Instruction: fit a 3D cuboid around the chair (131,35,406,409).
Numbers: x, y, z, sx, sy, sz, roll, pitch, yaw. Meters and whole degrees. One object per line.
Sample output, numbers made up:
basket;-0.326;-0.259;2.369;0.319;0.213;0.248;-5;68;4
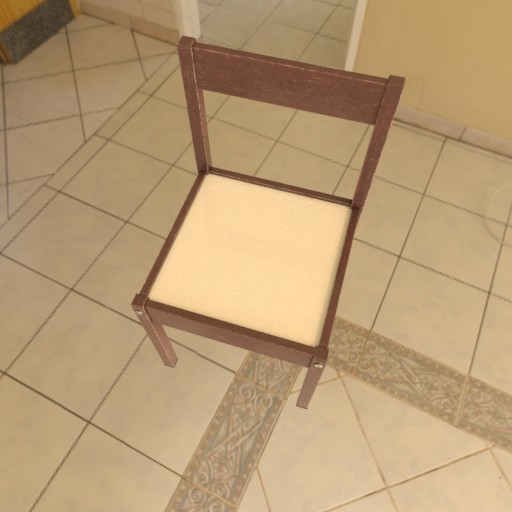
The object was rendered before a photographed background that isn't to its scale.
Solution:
chair;0.000;0.000;0.688;0.285;0.505;0.285;15;60;9
